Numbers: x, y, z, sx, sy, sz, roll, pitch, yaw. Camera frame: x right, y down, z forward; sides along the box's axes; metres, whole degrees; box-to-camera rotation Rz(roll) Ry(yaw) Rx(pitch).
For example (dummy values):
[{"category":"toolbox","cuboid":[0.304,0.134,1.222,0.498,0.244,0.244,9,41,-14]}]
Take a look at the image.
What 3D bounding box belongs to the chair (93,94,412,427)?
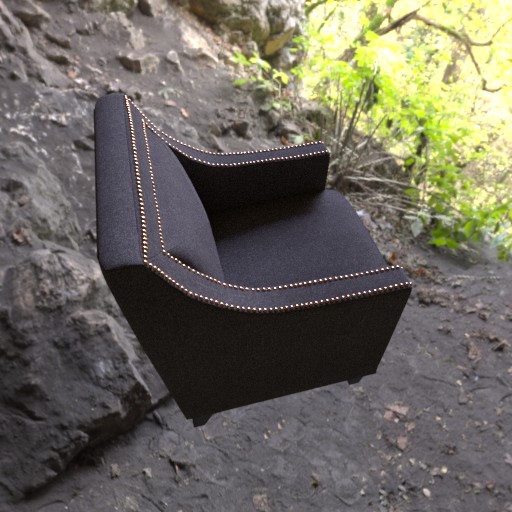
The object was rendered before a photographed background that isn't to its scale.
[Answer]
[{"category":"chair","cuboid":[0.000,0.000,1.598,0.884,0.967,0.776,-11,49,-10]}]
